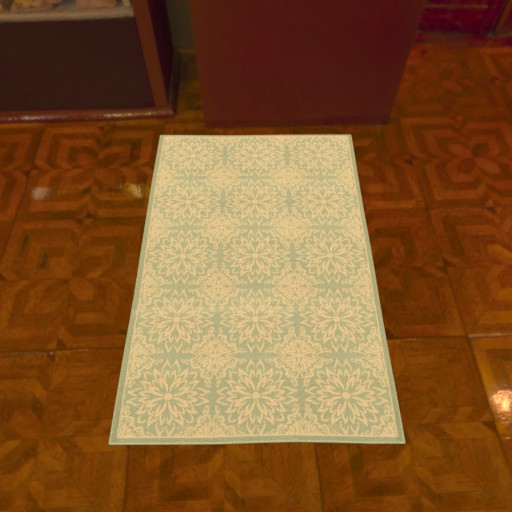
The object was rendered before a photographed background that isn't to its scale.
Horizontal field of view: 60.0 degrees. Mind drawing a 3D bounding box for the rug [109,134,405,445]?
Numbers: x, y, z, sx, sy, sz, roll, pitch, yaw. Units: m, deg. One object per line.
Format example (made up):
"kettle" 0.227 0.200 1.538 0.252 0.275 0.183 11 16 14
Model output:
"rug" 0.000 0.000 3.459 1.819 0.018 2.746 0 57 0
